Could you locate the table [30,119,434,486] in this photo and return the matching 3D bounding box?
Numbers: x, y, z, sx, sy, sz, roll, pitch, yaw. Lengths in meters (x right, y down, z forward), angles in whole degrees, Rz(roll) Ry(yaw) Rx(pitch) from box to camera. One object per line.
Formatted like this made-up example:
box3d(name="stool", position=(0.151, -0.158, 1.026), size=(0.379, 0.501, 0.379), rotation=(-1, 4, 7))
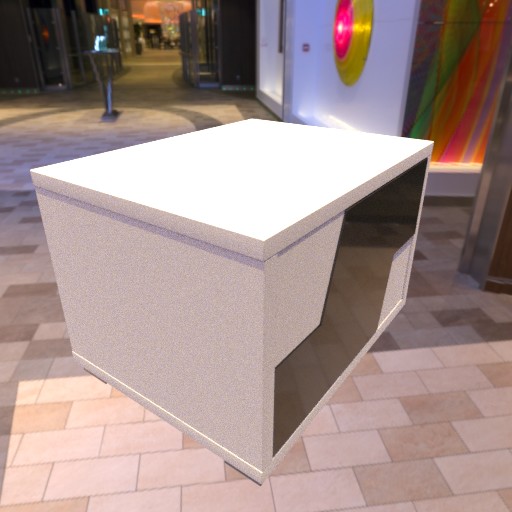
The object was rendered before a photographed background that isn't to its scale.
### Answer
box3d(name="table", position=(0.000, 0.000, 0.775), size=(0.399, 0.357, 0.517), rotation=(18, 32, 32))
